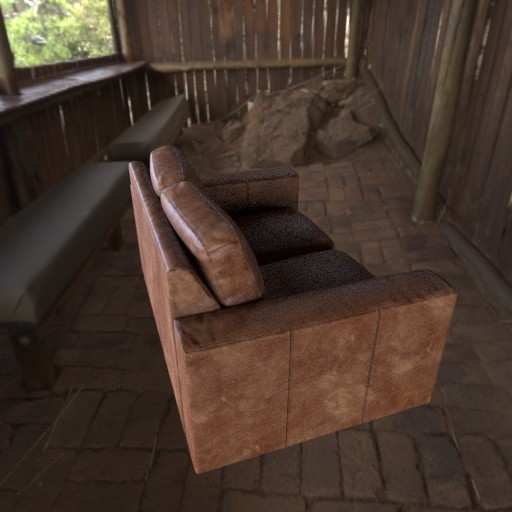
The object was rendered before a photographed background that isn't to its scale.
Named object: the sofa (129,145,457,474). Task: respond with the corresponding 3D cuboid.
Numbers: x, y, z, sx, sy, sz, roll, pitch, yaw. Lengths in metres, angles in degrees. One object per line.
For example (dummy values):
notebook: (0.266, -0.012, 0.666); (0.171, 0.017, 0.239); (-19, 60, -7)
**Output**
sofa: (0.000, 0.000, 2.234); (1.041, 0.889, 1.626); (-10, 30, -17)
